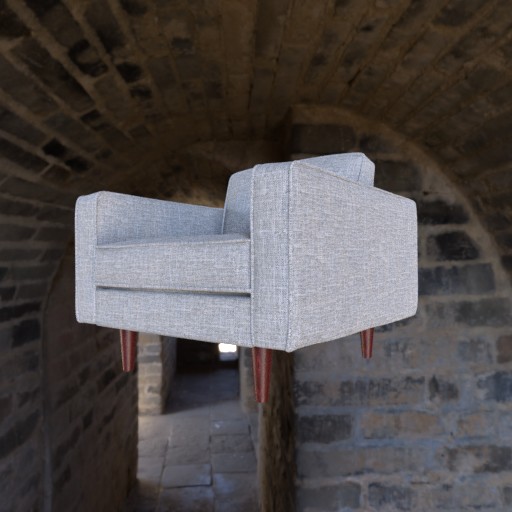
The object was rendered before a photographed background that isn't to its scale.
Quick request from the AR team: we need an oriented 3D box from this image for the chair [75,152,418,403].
[{"bbox_3d":[0.000,0.000,1.585,0.889,0.765,0.914,-1,-1,37],"label":"chair"}]
